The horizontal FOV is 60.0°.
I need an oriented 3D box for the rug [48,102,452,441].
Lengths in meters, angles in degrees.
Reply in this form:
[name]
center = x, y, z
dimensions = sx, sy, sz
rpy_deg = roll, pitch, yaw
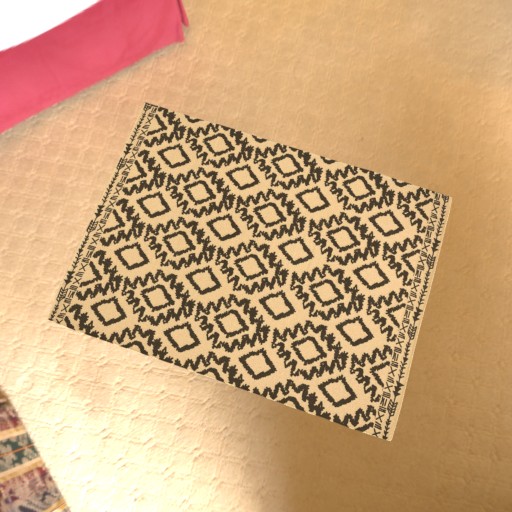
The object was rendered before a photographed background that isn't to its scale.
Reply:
[rug]
center = 0.000, 0.000, 4.307
dimensions = 3.369, 0.036, 2.444
rpy_deg = 18, 77, 4
